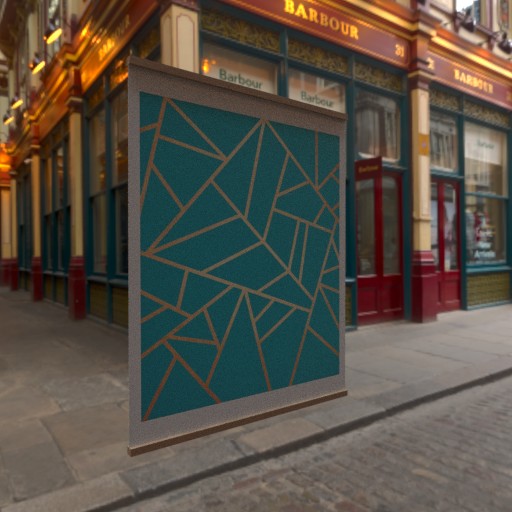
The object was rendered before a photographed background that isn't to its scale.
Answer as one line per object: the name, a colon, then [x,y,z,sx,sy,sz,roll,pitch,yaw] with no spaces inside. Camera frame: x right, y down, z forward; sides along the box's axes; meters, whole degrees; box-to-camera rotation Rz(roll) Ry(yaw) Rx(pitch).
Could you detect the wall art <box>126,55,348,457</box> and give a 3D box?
wall art: [0.000,0.000,0.686,0.405,0.508,0.012,0,1,-37]
